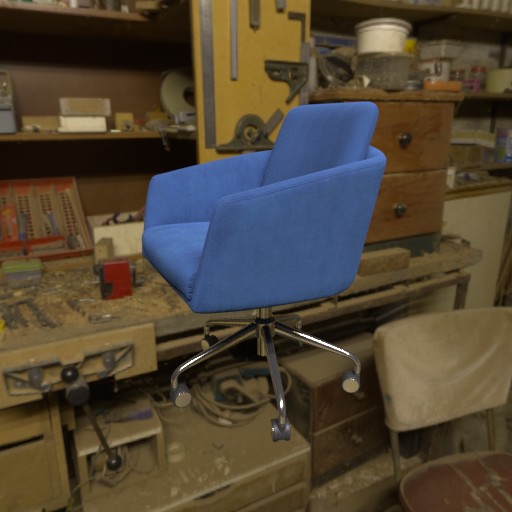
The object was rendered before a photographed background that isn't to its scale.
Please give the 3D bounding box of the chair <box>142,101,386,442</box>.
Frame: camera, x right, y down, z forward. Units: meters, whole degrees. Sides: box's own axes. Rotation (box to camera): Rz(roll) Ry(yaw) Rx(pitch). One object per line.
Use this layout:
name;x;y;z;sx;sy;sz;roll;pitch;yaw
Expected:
chair;0.000;0.000;1.380;0.635;0.908;0.641;-8;19;-25
